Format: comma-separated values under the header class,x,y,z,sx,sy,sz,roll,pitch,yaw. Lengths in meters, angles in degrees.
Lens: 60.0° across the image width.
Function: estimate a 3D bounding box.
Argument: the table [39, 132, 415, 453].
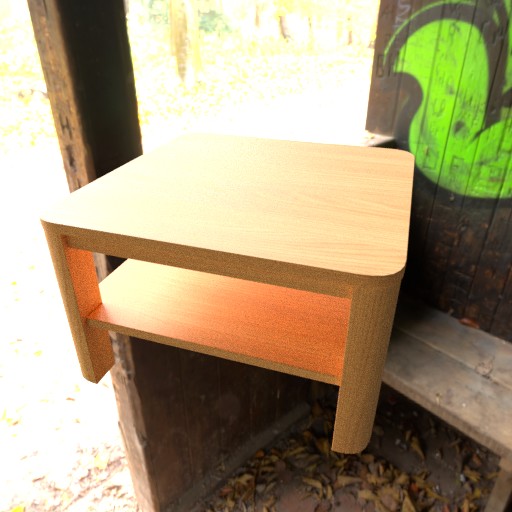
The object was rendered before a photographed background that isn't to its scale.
class,x,y,z,sx,sy,sz,roll,pitch,yaw
table,0.000,0.000,1.226,0.750,0.450,0.750,9,31,16
